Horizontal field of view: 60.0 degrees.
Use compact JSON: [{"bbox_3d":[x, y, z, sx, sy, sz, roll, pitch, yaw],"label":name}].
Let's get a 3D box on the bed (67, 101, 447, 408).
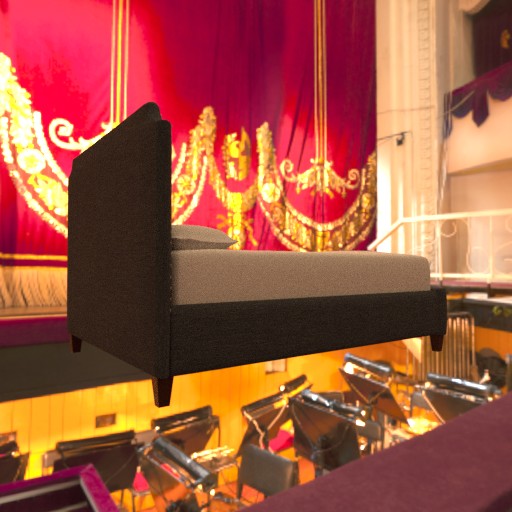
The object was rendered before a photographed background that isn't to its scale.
[{"bbox_3d":[0.000,0.000,3.354,2.372,1.443,1.713,1,-1,-36],"label":"bed"}]
